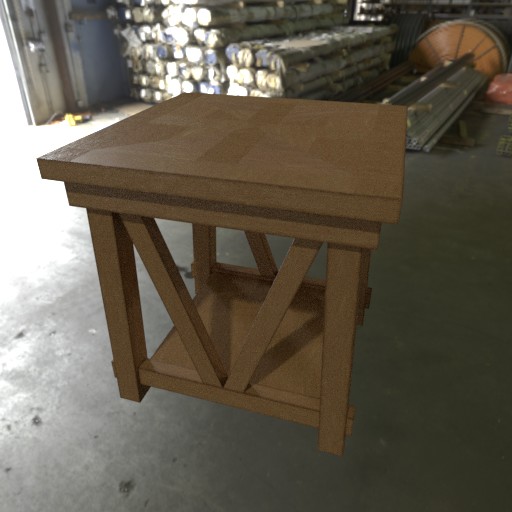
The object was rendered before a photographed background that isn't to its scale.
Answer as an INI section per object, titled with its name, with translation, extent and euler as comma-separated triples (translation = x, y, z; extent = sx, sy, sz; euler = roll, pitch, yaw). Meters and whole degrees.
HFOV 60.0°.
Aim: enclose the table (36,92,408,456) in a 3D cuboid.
[table]
translation = 0.000, 0.000, 1.105
extent = 0.612, 0.638, 0.610
euler = 9, 32, 15
